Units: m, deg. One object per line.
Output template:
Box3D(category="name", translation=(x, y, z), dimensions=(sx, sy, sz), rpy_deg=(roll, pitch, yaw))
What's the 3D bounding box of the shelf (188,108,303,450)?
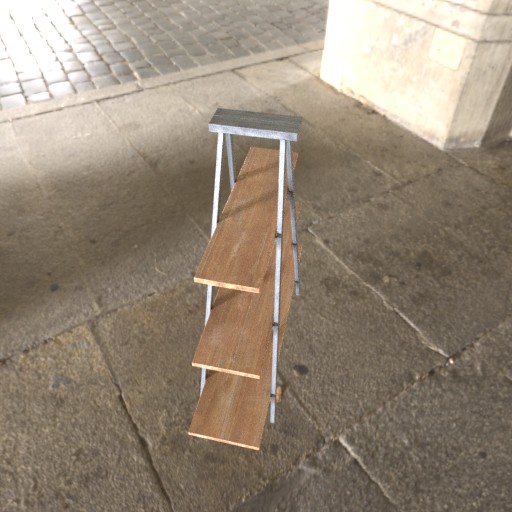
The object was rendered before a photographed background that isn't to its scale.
Box3D(category="shelf", translation=(0.000, 0.000, 2.704), dimensions=(0.508, 1.808, 1.746), rpy_deg=(9, 45, 9))
